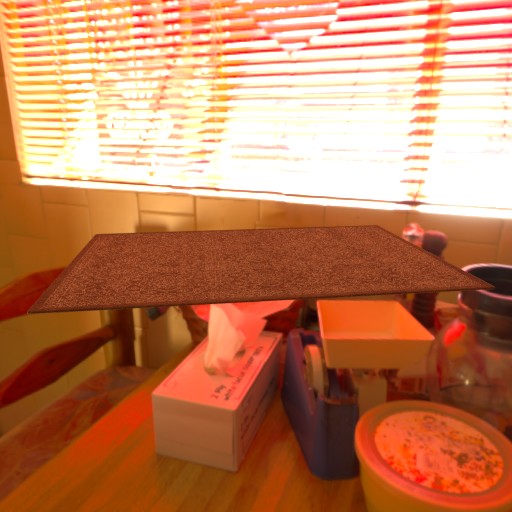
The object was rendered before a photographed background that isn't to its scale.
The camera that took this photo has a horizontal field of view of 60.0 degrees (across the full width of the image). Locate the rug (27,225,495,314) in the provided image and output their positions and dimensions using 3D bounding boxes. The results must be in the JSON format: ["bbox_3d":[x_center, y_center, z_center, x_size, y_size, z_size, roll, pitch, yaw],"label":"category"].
[{"bbox_3d":[0.000,0.000,2.282,1.829,0.010,1.219,-2,16,-8],"label":"rug"}]
